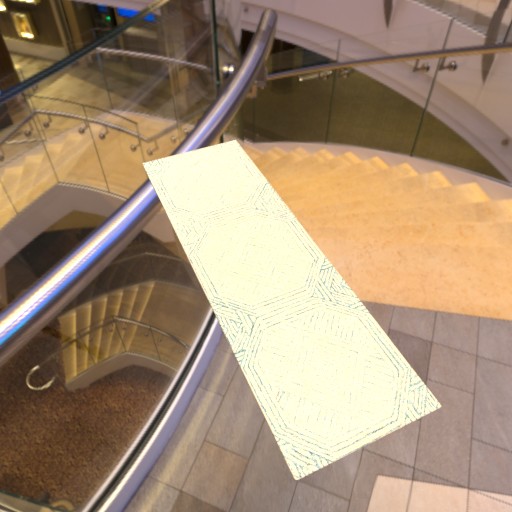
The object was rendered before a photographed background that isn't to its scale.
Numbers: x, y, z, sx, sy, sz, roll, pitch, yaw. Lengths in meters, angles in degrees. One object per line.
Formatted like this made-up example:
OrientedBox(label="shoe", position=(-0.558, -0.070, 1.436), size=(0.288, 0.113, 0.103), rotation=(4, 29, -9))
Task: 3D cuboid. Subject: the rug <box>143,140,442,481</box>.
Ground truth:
OrientedBox(label="rug", position=(0.000, 0.000, 2.700), size=(0.775, 0.012, 2.452), rotation=(-19, 50, -17))
